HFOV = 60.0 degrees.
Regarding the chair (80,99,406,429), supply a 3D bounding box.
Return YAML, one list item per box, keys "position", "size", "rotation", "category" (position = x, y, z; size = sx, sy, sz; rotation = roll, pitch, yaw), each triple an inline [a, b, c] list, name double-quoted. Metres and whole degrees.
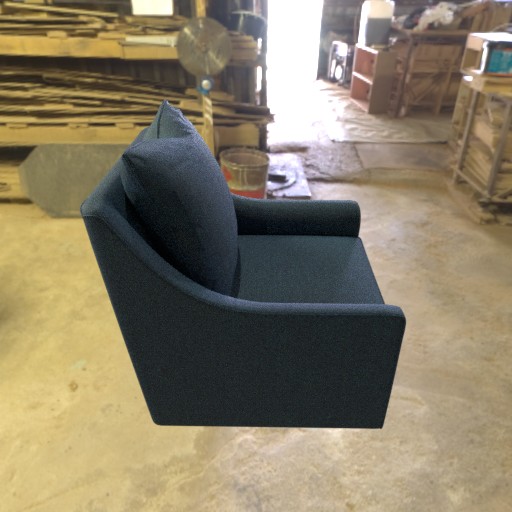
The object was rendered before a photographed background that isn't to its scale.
- position: [0.000, 0.000, 1.563]
  size: [0.870, 0.939, 0.750]
  rotation: [1, 32, 1]
  category: "chair"
